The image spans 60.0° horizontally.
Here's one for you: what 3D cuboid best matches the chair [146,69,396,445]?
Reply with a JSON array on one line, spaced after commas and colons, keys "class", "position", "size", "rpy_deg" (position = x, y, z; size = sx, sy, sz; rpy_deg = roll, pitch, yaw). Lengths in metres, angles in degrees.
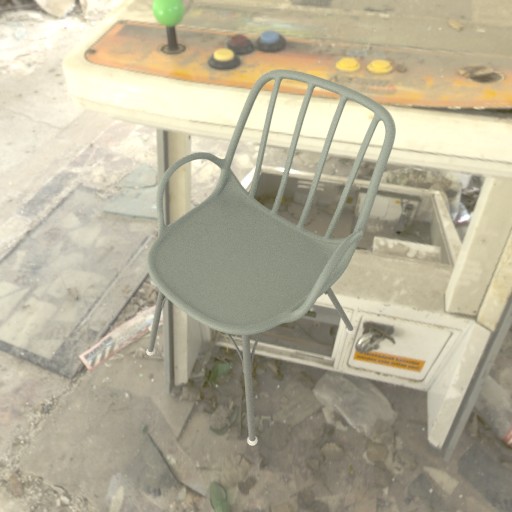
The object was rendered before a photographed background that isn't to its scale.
[{"class": "chair", "position": [0.000, 0.000, 1.262], "size": [0.549, 0.816, 0.597], "rpy_deg": [32, 55, 27]}]
